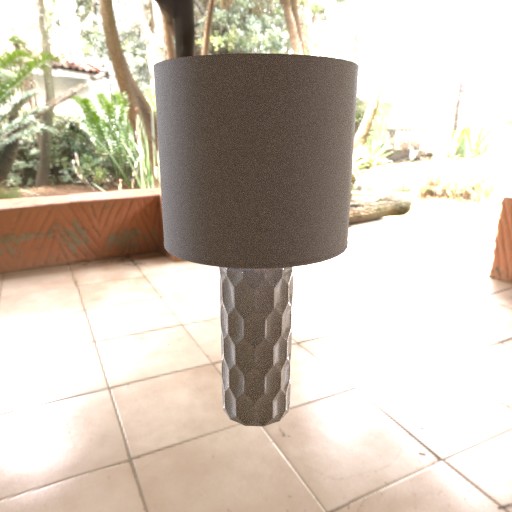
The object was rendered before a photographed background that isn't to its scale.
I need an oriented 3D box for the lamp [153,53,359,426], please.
[{"bbox_3d":[0.000,0.000,0.685,0.277,0.537,0.277,-8,18,-26],"label":"lamp"}]
